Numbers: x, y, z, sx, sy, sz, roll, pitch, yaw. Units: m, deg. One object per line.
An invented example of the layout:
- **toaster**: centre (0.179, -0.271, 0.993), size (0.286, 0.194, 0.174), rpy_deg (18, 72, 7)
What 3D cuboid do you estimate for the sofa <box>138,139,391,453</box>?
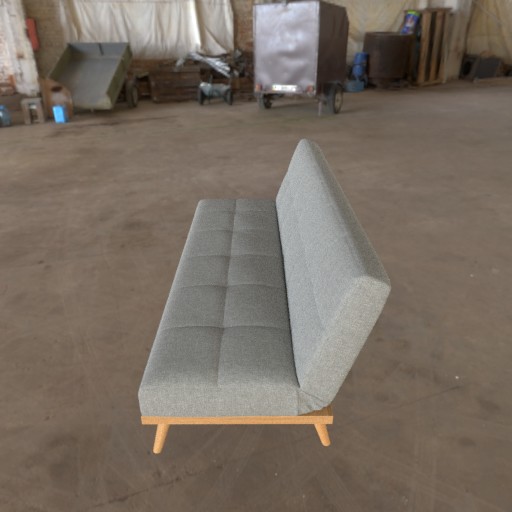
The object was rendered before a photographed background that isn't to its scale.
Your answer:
- **sofa**: centre (0.000, 0.000, 2.244), size (0.800, 0.800, 1.820), rpy_deg (0, 27, 0)
